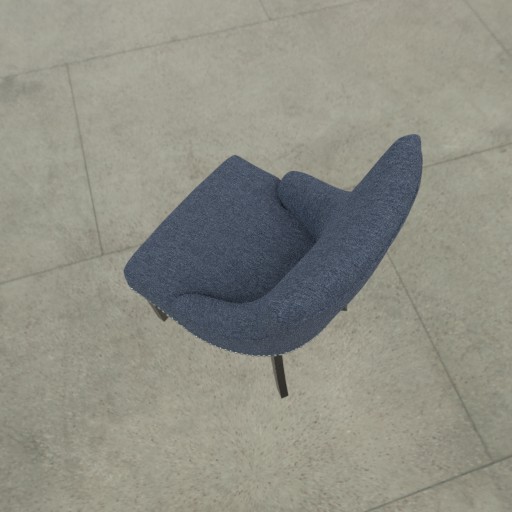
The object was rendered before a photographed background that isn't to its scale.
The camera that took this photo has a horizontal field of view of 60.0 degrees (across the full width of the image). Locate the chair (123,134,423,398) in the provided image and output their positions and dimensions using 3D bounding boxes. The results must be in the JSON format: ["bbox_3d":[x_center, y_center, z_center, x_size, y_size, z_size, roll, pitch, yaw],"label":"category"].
[{"bbox_3d":[0.000,0.000,1.299,0.629,0.909,0.566,34,69,15],"label":"chair"}]
